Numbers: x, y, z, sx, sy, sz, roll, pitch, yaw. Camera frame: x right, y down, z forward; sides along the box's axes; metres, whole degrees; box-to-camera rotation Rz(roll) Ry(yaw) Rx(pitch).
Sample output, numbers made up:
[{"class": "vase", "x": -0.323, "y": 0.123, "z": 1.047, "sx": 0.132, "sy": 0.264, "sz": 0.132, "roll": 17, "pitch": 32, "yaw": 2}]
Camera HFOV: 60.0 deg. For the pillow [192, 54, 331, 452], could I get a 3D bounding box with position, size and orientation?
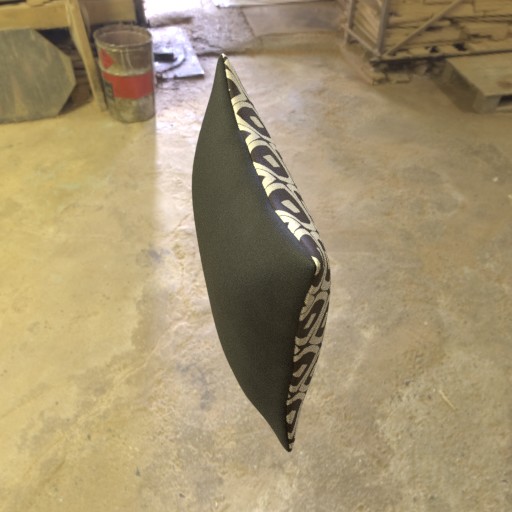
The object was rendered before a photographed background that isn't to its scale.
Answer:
[{"class": "pillow", "x": 0.000, "y": 0.000, "z": 0.770, "sx": 0.188, "sy": 0.494, "sz": 0.504, "roll": -10, "pitch": 47, "yaw": -9}]
